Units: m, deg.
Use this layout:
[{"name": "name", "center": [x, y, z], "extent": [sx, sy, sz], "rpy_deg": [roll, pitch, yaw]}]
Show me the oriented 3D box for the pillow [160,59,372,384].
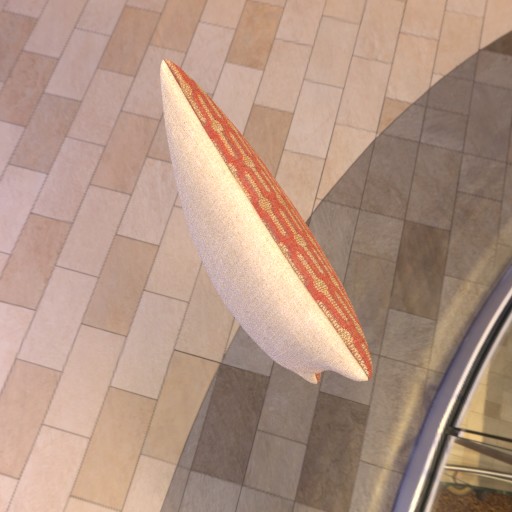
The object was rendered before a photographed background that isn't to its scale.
[{"name": "pillow", "center": [0.000, 0.000, 0.797], "extent": [0.182, 0.503, 0.511], "rpy_deg": [-30, 76, -8]}]
